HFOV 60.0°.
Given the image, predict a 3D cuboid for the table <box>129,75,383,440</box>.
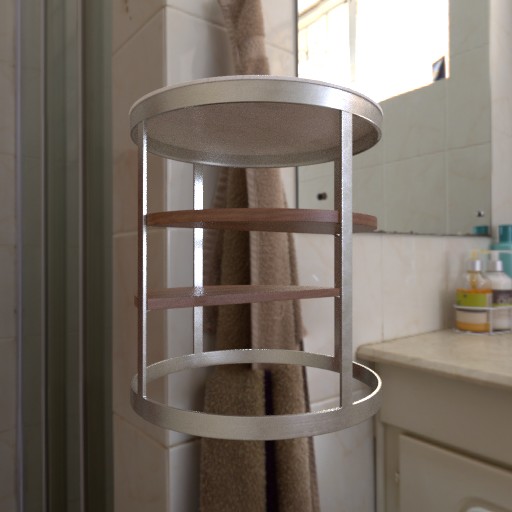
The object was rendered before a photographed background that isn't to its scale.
[{"bbox_3d":[0.000,0.000,0.737,0.407,0.447,0.407,0,0,0],"label":"table"}]
